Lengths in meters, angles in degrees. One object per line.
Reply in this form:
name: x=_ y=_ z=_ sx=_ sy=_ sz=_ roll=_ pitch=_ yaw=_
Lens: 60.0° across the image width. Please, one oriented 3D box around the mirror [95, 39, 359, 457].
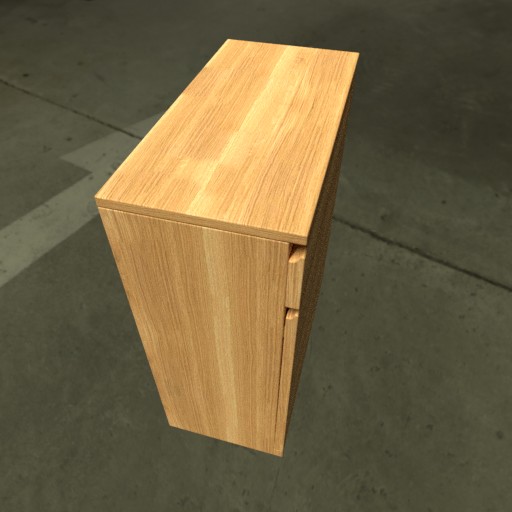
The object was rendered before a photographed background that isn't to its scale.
mirror: x=0.000 y=0.000 z=1.407 sx=0.400 sy=1.000 sz=0.800 roll=11 pitch=47 yaw=11
